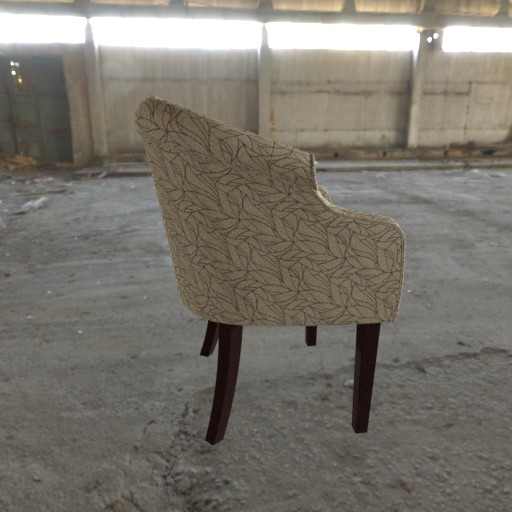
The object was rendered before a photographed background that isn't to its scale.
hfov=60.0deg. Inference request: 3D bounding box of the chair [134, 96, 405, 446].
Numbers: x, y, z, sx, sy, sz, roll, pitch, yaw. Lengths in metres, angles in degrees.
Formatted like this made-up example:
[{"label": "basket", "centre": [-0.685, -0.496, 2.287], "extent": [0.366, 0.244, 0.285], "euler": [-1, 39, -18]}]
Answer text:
[{"label": "chair", "centre": [0.000, 0.000, 1.274], "extent": [0.613, 0.858, 0.686], "euler": [-3, 17, -8]}]
